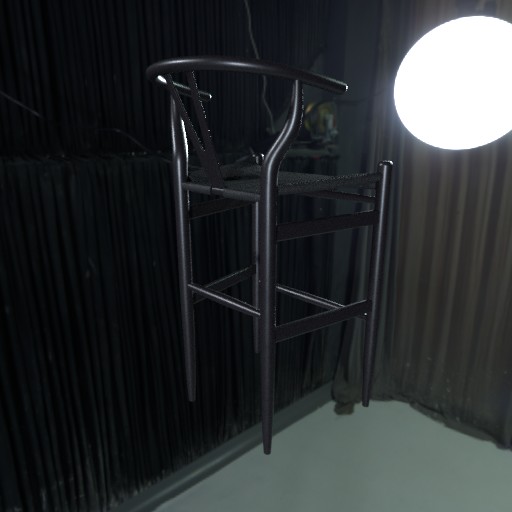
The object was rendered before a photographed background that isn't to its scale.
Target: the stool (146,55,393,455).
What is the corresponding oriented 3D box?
[{"bbox_3d":[0.000,0.000,1.366,0.579,1.072,0.569,-16,23,-42],"label":"stool"}]
